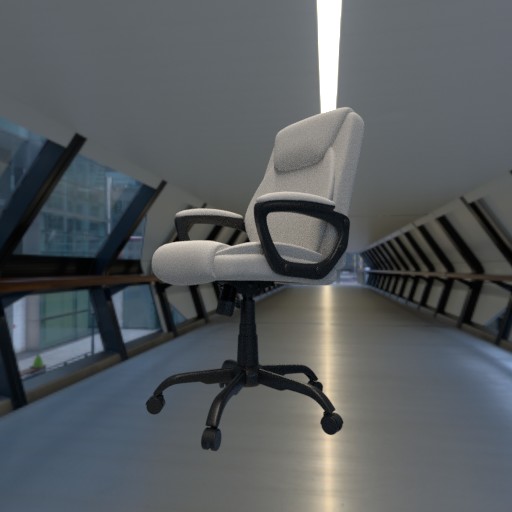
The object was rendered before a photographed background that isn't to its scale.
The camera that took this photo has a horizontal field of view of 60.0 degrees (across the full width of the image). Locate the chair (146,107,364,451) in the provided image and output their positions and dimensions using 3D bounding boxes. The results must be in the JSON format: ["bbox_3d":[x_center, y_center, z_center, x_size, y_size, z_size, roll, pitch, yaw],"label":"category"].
[{"bbox_3d":[0.000,0.000,1.535,0.669,1.065,0.663,1,-1,-37],"label":"chair"}]
